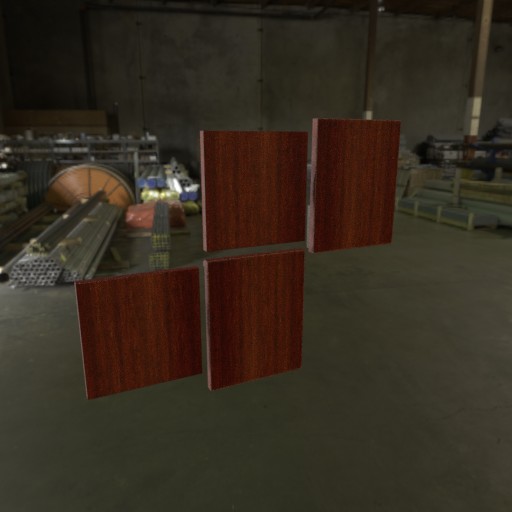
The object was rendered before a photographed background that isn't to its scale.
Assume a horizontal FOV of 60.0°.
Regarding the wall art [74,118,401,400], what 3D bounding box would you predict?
[{"bbox_3d":[0.000,0.000,0.830,0.635,0.497,0.030,-7,16,-25],"label":"wall art"}]
